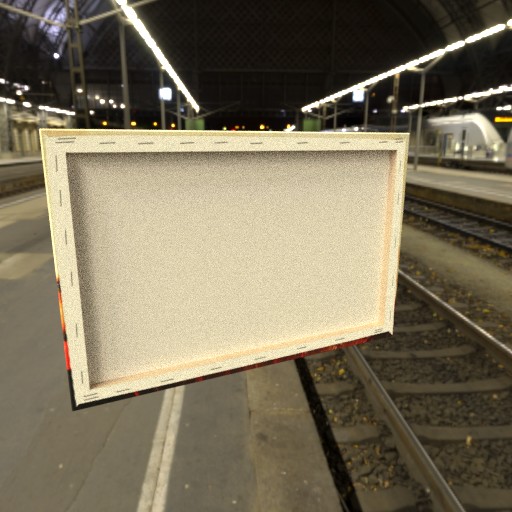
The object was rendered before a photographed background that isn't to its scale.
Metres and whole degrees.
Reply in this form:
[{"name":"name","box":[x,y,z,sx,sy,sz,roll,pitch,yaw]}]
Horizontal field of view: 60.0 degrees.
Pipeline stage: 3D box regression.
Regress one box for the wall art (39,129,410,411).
[{"name":"wall art","box":[0.000,0.000,1.113,0.918,0.602,0.038,-7,16,-25]}]
